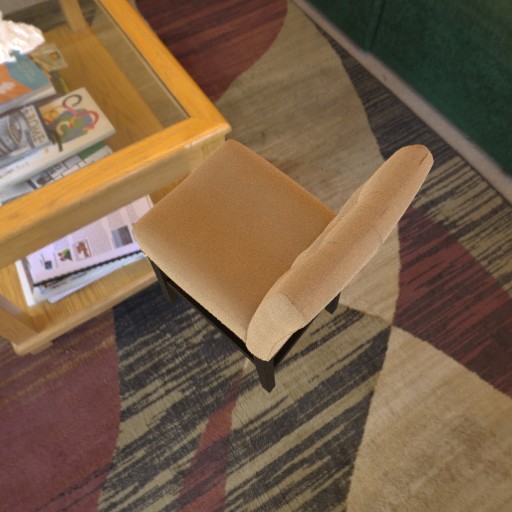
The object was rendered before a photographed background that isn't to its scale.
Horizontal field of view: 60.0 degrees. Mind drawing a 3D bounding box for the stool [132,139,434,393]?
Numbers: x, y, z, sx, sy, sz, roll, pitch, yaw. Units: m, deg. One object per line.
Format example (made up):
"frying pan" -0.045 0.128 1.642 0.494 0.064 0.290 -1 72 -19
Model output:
"stool" 0.000 0.000 1.212 0.571 0.885 0.427 36 69 17
